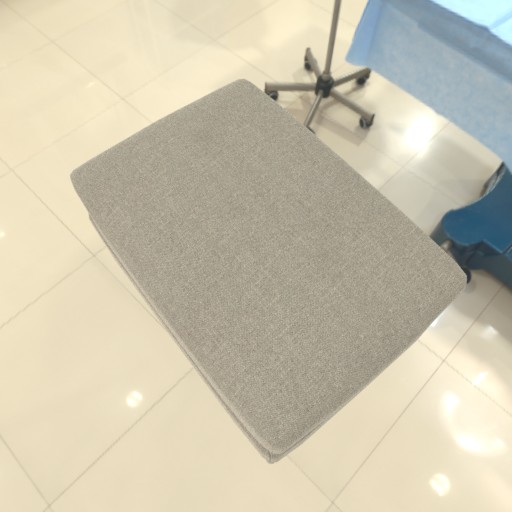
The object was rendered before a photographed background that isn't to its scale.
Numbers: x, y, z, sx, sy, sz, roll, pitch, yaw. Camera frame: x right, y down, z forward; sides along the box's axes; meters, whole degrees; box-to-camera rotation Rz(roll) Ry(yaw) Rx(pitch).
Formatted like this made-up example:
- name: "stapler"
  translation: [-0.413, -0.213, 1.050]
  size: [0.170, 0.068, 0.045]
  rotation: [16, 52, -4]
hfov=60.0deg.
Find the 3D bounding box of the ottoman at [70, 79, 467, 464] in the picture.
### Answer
- name: "ottoman"
  translation: [0.000, 0.000, 1.165]
  size: [0.584, 0.457, 0.838]
  rotation: [-35, 68, -17]
